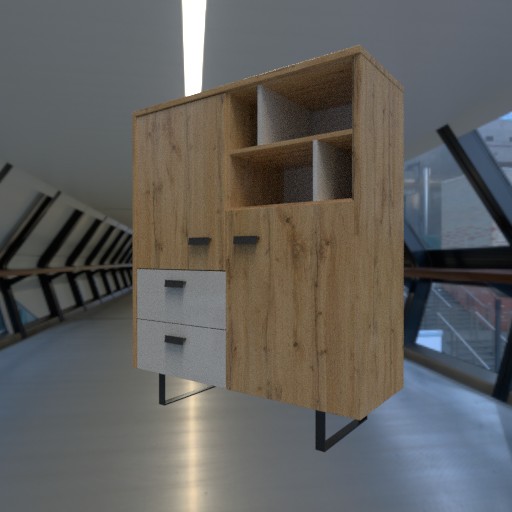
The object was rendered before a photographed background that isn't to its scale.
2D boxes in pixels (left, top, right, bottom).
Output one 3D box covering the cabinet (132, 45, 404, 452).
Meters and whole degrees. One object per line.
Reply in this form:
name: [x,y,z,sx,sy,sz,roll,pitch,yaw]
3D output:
cabinet: [0.000,0.000,1.984,1.168,1.397,0.473,0,0,36]
